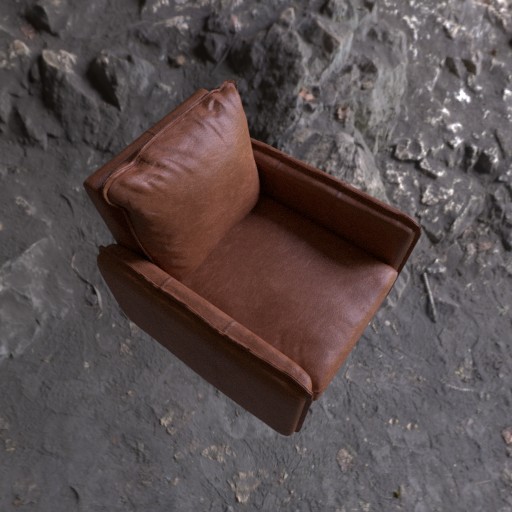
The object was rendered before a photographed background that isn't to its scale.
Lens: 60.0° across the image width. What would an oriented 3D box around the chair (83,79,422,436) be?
[{"bbox_3d":[0.000,0.000,1.632,0.922,0.922,0.830,32,63,18],"label":"chair"}]
